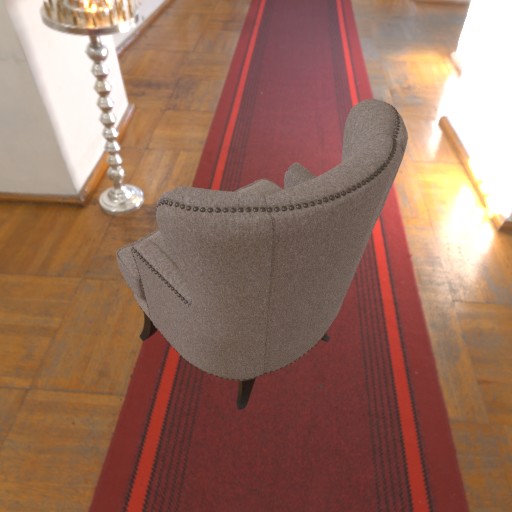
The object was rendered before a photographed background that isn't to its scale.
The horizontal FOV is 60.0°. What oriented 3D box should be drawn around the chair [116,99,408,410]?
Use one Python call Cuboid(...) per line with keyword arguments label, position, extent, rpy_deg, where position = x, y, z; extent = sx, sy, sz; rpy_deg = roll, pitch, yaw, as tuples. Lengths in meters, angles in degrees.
Cuboid(label="chair", position=(0.000, 0.000, 1.564), extent=(0.759, 1.060, 0.758), rpy_deg=(-31, 53, -27))
